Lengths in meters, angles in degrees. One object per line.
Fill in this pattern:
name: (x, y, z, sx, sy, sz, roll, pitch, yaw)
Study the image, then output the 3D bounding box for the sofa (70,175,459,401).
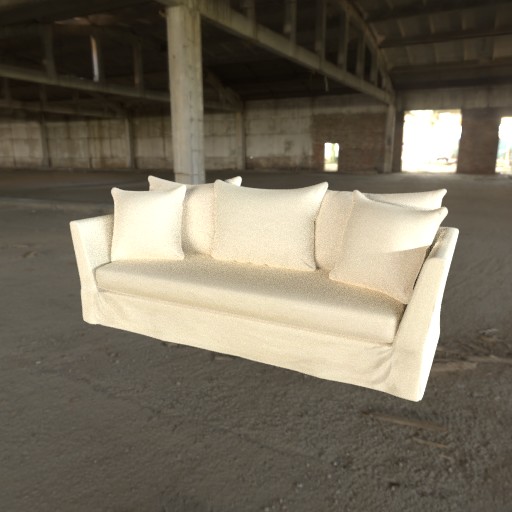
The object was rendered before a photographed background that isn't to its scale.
sofa: (0.000, 0.000, 3.076, 2.484, 1.042, 1.030, 7, 15, 26)
